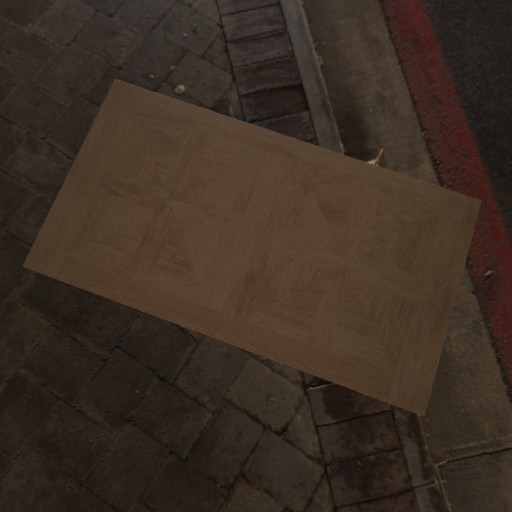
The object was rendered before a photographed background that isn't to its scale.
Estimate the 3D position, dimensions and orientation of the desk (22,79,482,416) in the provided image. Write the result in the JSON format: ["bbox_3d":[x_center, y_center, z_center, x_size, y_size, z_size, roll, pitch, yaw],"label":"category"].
[{"bbox_3d":[0.000,0.000,1.998,1.499,0.762,0.813,20,78,4],"label":"desk"}]
